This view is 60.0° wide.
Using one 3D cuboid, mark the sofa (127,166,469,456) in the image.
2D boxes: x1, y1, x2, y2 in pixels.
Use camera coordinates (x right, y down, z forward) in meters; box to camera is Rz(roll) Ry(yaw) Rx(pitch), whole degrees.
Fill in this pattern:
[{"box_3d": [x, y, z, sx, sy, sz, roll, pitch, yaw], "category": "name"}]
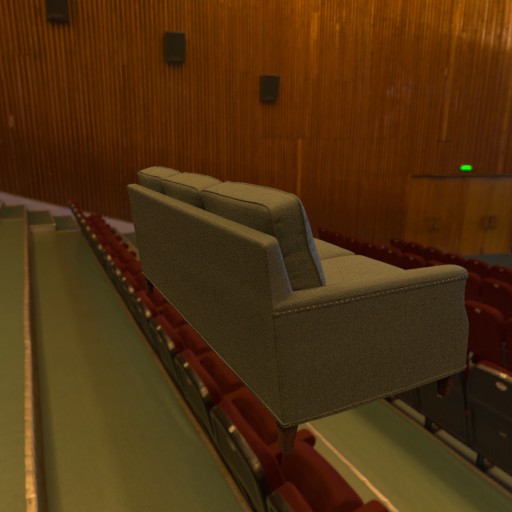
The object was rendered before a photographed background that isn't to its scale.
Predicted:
[{"box_3d": [0.000, 0.000, 2.697, 1.084, 1.003, 2.246, -8, 17, -26], "category": "sofa"}]
